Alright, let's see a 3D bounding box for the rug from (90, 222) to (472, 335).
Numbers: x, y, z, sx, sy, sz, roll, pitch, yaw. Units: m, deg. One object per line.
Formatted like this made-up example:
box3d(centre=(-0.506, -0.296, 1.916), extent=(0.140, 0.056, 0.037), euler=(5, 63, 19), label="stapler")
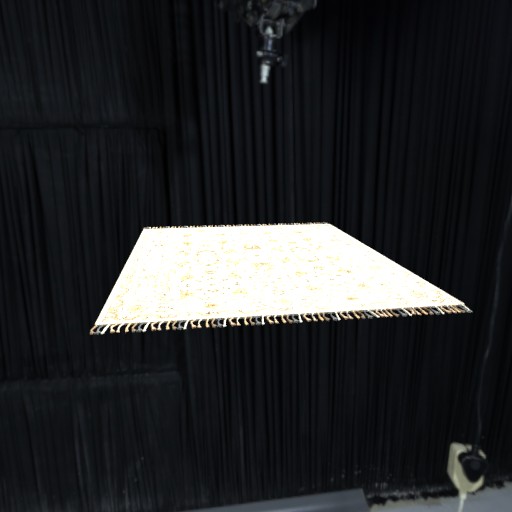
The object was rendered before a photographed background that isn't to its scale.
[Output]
box3d(centre=(0.000, 0.000, 2.256), extent=(1.278, 0.009, 1.726), euler=(-2, 15, -8), label="rug")
